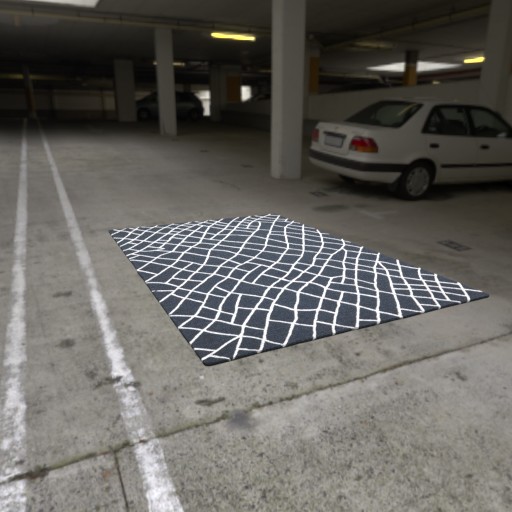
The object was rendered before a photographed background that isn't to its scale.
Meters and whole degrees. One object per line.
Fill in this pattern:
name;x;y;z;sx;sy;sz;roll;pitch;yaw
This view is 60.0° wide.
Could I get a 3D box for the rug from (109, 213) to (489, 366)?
rug;0.000;0.000;2.316;1.223;0.013;1.830;-8;19;-25
